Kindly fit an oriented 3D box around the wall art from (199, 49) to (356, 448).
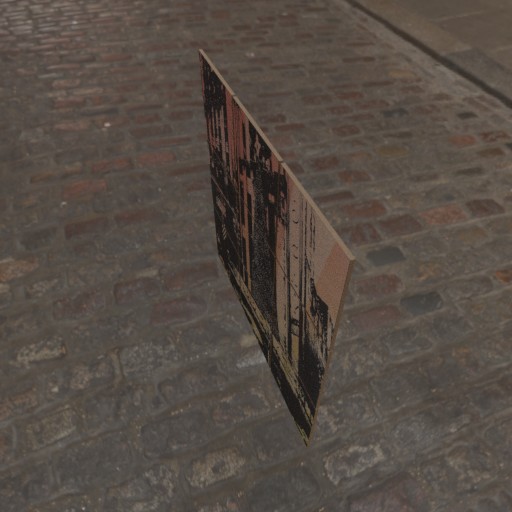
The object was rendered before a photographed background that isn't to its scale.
[{"bbox_3d":[0.000,0.000,2.308,0.017,1.521,1.527,-16,50,-14],"label":"wall art"}]
